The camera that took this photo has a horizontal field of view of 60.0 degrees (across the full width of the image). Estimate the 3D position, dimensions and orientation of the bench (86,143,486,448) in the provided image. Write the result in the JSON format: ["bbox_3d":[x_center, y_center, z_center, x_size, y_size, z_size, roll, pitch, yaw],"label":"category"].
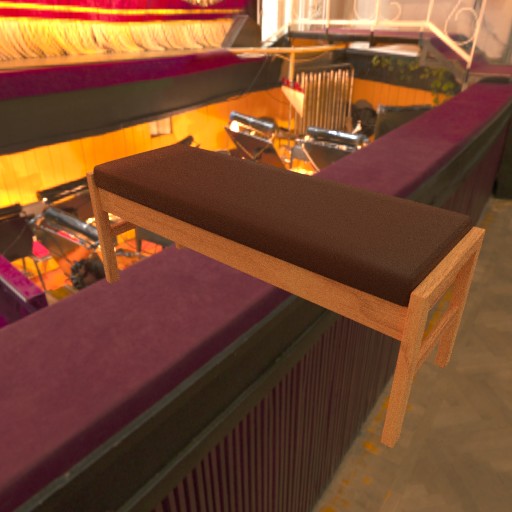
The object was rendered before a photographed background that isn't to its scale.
[{"bbox_3d":[0.000,0.000,1.437,1.200,0.480,0.405,22,36,34],"label":"bench"}]
